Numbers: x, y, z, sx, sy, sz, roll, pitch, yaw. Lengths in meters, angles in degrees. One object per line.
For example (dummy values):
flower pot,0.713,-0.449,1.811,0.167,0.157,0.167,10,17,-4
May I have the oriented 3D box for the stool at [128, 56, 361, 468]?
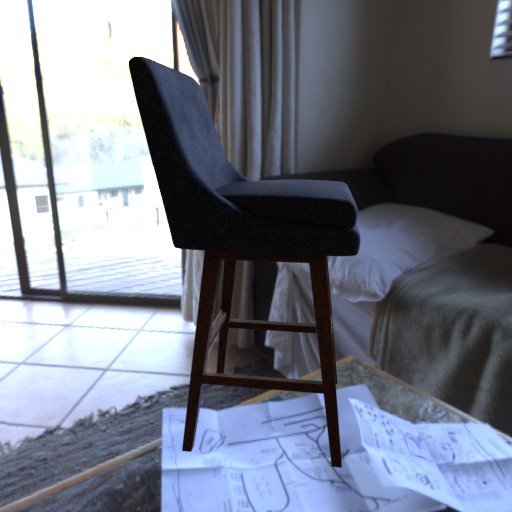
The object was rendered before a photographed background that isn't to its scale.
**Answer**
stool,0.000,0.000,1.332,0.572,1.068,0.489,2,16,8
